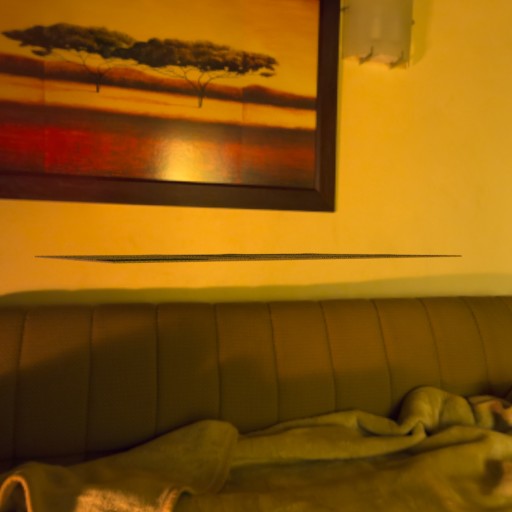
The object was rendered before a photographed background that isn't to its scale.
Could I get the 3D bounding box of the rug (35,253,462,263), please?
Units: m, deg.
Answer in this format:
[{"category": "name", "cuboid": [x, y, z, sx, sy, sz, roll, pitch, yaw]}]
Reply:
[{"category": "rug", "cuboid": [0.000, 0.000, 2.967, 2.436, 0.015, 1.521, -1, 1, -36]}]
